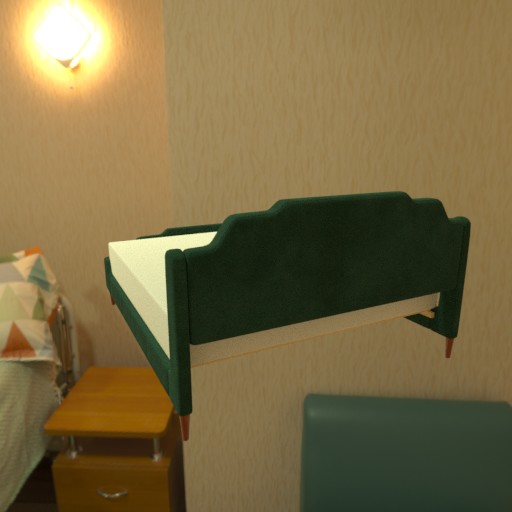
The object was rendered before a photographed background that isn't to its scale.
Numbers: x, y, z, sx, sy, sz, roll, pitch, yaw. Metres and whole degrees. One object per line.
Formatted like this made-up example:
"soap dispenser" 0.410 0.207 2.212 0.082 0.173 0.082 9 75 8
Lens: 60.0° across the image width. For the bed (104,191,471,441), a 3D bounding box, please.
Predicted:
"bed" 0.000 0.000 3.620 2.074 1.245 2.340 -8 17 -26
